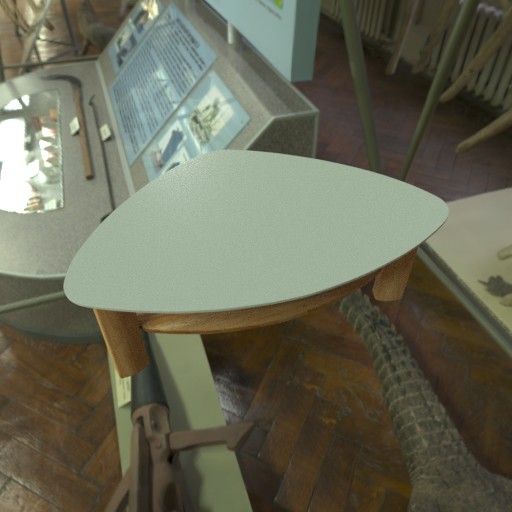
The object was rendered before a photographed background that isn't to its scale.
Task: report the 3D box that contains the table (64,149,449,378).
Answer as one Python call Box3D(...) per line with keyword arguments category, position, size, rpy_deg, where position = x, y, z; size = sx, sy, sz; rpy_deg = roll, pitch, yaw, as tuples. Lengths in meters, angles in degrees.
Box3D(category="table", position=(0.000, 0.000, 1.649), size=(1.250, 0.440, 0.850), rpy_deg=(-13, 44, -14))
